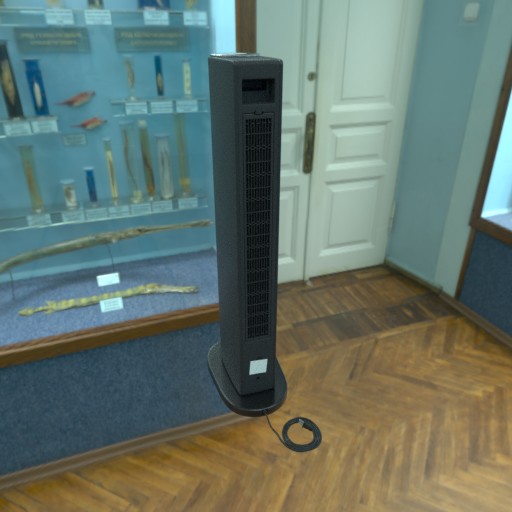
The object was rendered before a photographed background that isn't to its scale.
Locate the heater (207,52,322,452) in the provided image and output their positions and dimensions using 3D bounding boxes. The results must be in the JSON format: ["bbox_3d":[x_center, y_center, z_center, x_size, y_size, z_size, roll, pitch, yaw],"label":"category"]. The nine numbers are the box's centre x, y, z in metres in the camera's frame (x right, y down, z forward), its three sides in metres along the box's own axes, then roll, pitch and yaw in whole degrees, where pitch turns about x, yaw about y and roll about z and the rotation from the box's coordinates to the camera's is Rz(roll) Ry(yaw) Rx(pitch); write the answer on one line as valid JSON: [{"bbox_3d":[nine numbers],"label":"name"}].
[{"bbox_3d":[0.000,0.000,1.041,0.214,0.856,0.458,-8,28,-16],"label":"heater"}]
